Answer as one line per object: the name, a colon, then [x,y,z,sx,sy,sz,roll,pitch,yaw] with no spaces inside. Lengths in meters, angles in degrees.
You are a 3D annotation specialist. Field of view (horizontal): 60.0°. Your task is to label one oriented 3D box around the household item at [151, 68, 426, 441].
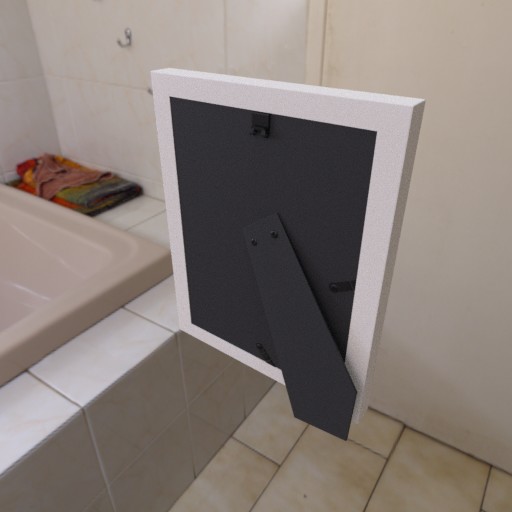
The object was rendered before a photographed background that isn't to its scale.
household item: [0.000,0.000,0.343,0.200,0.250,0.045,21,36,30]
